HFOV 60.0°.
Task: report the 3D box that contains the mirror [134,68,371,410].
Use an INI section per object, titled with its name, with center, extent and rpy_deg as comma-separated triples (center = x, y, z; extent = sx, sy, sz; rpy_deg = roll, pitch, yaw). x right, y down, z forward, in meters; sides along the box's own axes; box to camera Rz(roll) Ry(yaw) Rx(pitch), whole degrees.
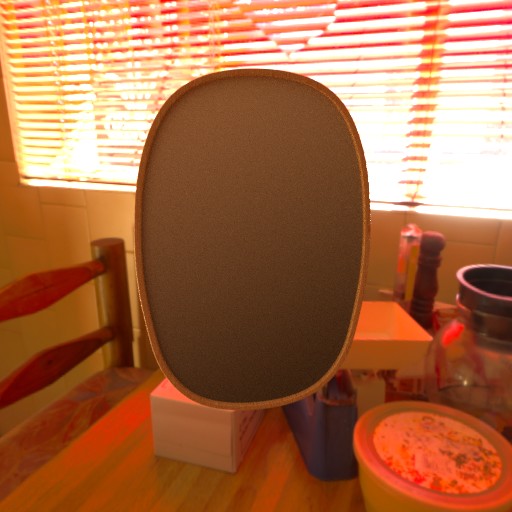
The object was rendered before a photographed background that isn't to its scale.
[mirror]
center = 0.000, 0.000, 1.372
extent = 0.724, 1.075, 0.037
rpy_deg = -2, 16, -8
